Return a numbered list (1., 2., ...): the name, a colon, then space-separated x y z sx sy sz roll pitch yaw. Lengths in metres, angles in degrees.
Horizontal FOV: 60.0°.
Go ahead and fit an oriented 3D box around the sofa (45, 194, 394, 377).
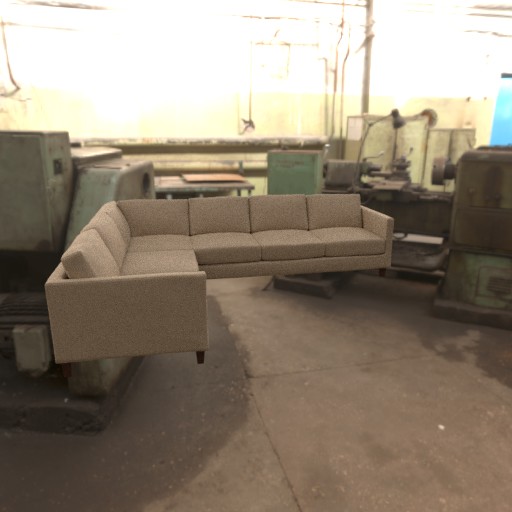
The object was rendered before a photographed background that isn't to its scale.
1. sofa: 0.000 0.000 4.253 3.182 0.863 2.432 -3 16 -11
